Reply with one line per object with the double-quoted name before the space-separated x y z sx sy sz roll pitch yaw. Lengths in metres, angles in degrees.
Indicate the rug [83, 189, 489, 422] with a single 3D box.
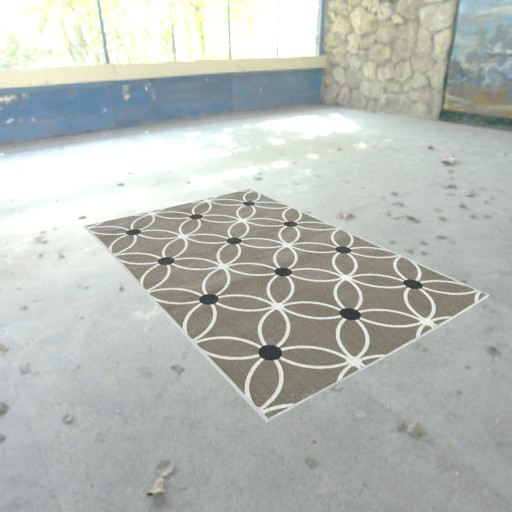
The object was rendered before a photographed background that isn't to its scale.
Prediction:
"rug" 0.000 0.000 2.843 1.522 0.008 2.284 -18 32 -31
